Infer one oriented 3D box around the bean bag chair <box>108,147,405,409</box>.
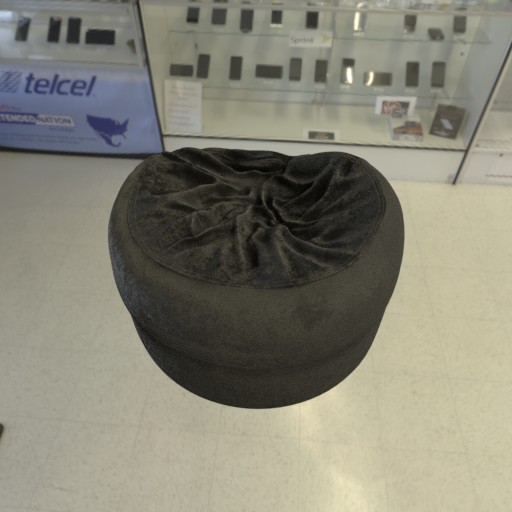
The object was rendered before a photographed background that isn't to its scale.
[{"bbox_3d":[0.000,0.000,1.504,0.918,0.605,0.918,0,47,0],"label":"bean bag chair"}]
